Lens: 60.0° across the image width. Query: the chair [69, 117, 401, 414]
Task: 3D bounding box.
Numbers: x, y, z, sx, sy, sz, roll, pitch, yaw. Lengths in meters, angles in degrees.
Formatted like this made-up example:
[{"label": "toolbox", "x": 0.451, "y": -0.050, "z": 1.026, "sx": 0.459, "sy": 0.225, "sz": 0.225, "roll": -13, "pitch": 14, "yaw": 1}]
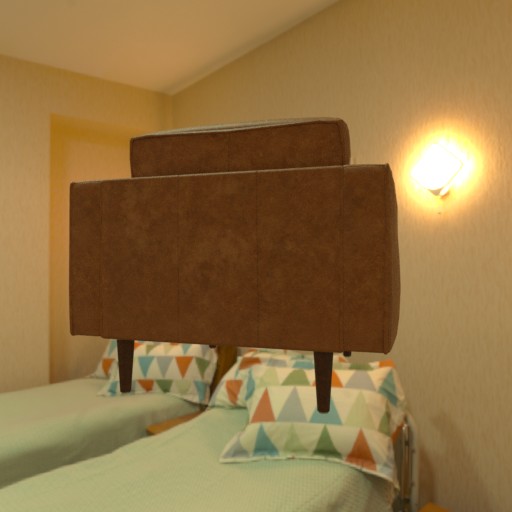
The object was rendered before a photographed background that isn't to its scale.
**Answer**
[{"label": "chair", "x": 0.000, "y": 0.000, "z": 1.496, "sx": 0.928, "sy": 0.767, "sz": 0.798, "roll": 0, "pitch": 0, "yaw": 17}]
